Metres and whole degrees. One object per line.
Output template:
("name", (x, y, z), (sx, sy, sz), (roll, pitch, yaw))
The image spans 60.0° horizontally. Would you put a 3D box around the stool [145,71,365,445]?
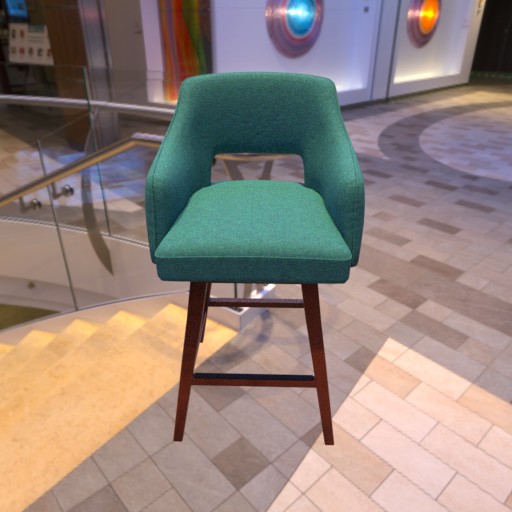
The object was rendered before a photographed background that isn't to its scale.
("stool", (0.000, 0.000, 1.312), (0.548, 0.961, 0.556), (1, 28, 1))
